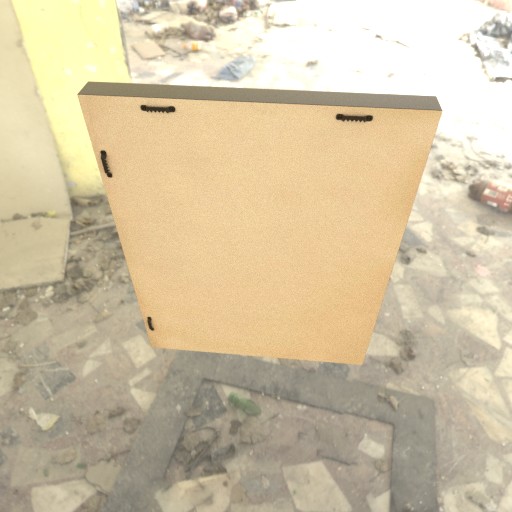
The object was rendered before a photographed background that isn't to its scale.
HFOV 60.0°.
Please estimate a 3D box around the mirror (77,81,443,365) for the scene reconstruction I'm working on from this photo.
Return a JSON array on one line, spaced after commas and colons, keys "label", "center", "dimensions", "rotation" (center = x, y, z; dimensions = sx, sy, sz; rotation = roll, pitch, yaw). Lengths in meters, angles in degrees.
[{"label": "mirror", "center": [0.000, 0.000, 0.679], "dimensions": [0.406, 0.509, 0.041], "rotation": [4, 45, 4]}]
